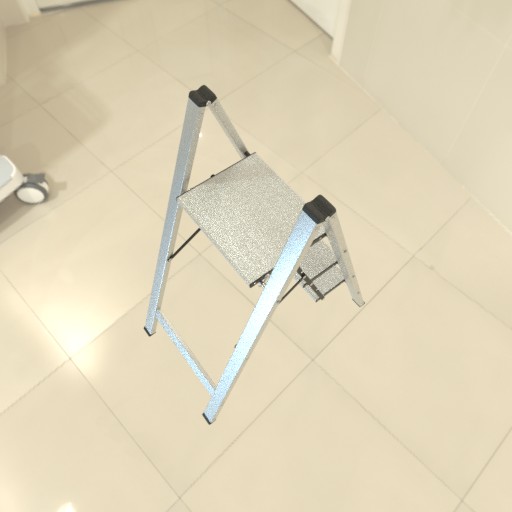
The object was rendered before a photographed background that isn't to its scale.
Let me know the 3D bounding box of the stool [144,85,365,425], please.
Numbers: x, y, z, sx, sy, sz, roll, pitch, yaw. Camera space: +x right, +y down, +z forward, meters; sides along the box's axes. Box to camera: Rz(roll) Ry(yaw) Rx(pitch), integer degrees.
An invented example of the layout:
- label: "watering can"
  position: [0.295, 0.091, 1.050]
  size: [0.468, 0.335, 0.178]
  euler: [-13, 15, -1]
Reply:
- label: "stool"
  position: [0.000, 0.000, 1.292]
  size: [0.730, 0.902, 0.441]
  euler: [-34, 65, -18]
